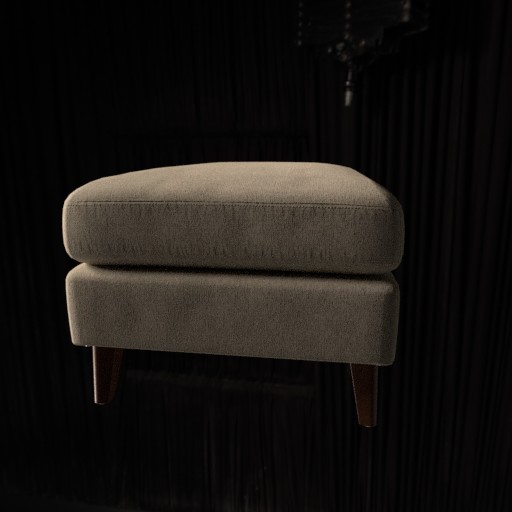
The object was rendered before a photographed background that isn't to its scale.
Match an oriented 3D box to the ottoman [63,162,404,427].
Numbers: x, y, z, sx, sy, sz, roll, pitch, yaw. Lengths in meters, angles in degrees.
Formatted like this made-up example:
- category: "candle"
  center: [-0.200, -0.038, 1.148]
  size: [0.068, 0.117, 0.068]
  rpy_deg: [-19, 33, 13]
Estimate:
- category: "ottoman"
  center: [0.000, 0.000, 1.175]
  size: [0.610, 0.478, 0.823]
  rpy_deg: [2, 13, 8]
